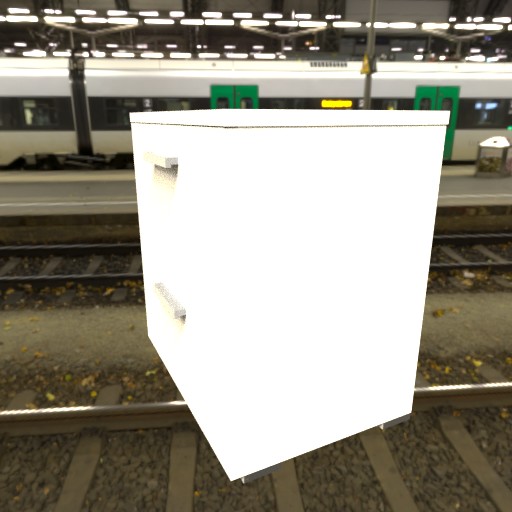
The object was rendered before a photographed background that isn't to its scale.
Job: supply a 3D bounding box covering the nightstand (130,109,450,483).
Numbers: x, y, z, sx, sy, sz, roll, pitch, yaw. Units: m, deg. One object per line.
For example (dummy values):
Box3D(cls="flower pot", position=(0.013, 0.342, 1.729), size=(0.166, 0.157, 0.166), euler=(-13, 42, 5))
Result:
Box3D(cls="nightstand", position=(0.000, 0.000, 0.746), size=(0.325, 0.460, 0.441), euler=(-8, 19, -25))
